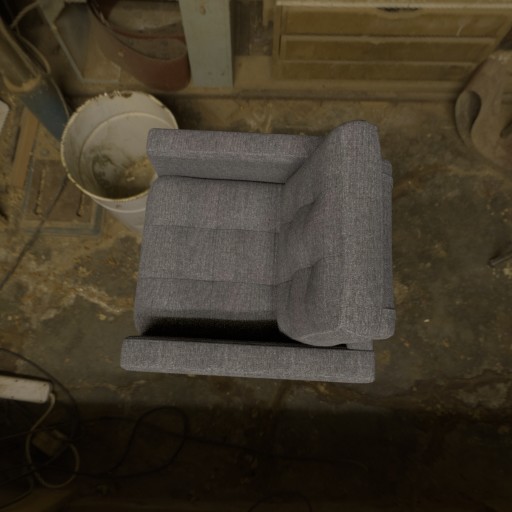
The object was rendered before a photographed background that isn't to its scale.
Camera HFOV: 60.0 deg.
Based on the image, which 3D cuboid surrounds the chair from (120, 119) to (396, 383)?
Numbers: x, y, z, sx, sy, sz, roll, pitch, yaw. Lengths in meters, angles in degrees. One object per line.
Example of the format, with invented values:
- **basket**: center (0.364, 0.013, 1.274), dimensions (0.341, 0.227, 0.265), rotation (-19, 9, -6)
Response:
- **chair**: center (0.000, 0.000, 1.559), dimensions (0.843, 0.880, 0.821), rotation (3, 76, 1)
